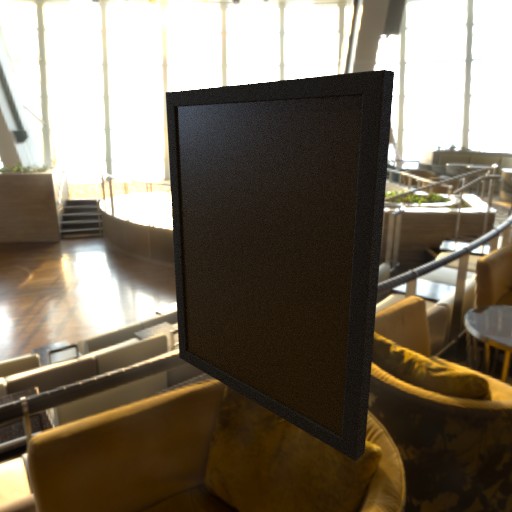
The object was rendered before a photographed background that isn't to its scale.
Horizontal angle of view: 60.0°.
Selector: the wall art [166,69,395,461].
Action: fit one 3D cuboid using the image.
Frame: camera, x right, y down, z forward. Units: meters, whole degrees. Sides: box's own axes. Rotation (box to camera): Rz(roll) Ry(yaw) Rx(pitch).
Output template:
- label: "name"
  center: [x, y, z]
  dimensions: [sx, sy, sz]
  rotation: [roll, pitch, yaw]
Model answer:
- label: "wall art"
  center: [0.000, 0.000, 0.767]
  dimensions: [0.457, 0.558, 0.028]
  rotation: [15, 22, 43]
